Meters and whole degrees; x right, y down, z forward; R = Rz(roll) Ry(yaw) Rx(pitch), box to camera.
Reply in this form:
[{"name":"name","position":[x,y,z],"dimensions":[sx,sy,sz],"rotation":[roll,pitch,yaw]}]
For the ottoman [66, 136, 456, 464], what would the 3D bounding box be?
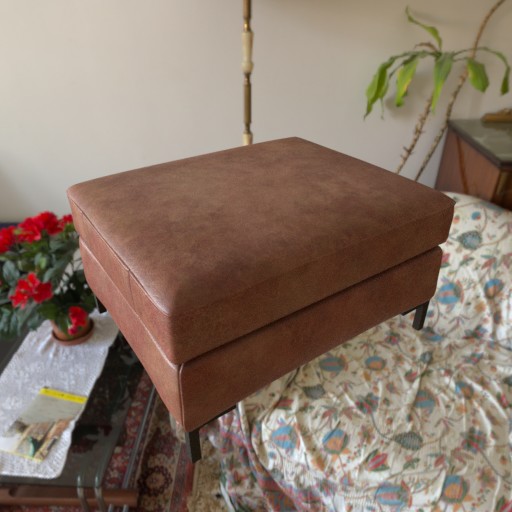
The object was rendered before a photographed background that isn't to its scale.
[{"name":"ottoman","position":[0.000,0.000,1.819],"dimensions":[1.186,0.667,0.965],"rotation":[-20,37,-29]}]
